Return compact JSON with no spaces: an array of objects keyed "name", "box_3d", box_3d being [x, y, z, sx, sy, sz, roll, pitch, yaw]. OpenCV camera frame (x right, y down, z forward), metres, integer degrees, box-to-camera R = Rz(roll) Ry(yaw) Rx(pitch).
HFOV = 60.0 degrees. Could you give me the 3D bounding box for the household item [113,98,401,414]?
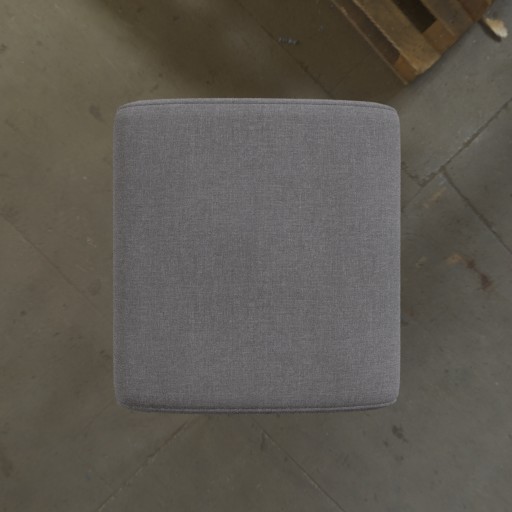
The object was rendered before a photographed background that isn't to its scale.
[{"name":"household item","box_3d":[0.000,0.000,0.891,0.530,0.410,0.530,0,90,-1]}]
